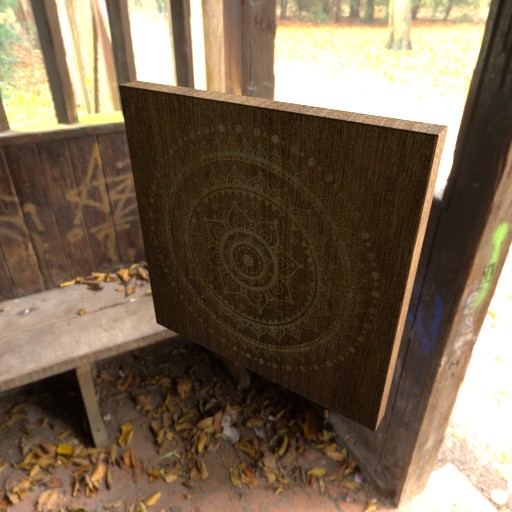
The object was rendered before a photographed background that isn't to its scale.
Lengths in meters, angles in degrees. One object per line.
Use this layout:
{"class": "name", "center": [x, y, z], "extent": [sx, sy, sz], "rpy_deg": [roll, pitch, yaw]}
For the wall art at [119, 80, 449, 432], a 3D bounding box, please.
{"class": "wall art", "center": [0.000, 0.000, 0.598], "extent": [0.406, 0.403, 0.039], "rpy_deg": [19, 36, 28]}
